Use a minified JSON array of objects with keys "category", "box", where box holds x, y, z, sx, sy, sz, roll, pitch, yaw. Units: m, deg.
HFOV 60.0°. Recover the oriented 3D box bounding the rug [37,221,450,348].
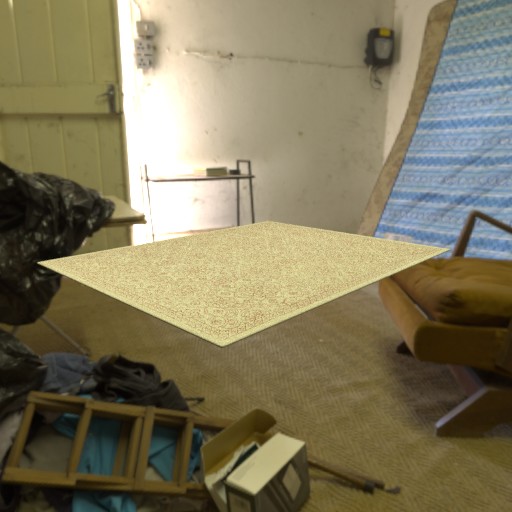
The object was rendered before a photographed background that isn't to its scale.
[{"category":"rug","box":[0.000,0.000,4.161,2.441,0.015,3.050,13,19,42]}]
